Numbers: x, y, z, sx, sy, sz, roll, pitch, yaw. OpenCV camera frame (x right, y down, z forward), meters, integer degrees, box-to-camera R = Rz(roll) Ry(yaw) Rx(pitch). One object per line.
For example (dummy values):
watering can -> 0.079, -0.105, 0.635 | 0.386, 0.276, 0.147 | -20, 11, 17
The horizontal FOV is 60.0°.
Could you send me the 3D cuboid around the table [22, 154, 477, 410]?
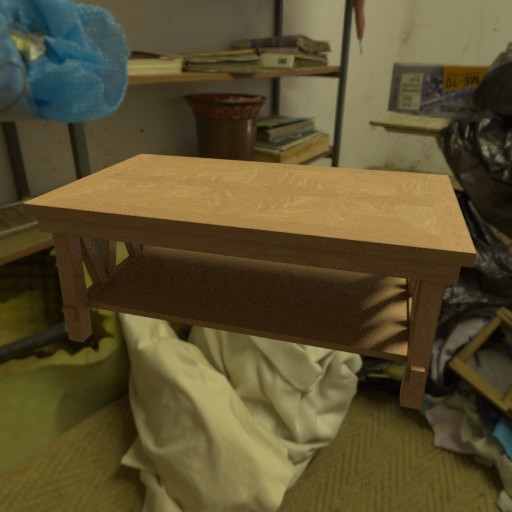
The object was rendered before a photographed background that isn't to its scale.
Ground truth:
table -> 0.000, 0.000, 1.600 | 1.270, 0.507, 0.711 | 7, 26, 15
